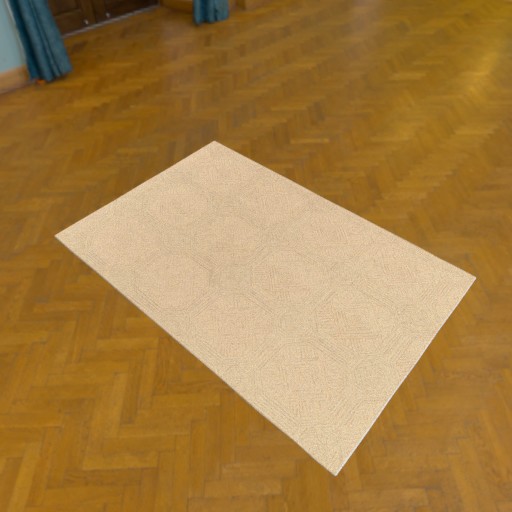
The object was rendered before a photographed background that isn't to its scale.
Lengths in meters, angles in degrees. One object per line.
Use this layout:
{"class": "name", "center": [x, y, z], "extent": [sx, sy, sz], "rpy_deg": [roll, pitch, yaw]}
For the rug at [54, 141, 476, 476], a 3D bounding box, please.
{"class": "rug", "center": [0.000, 0.000, 2.301], "extent": [1.839, 0.009, 1.236], "rpy_deg": [33, 55, 27]}
